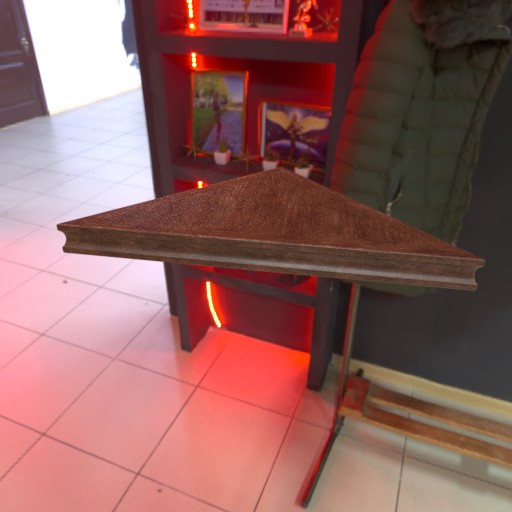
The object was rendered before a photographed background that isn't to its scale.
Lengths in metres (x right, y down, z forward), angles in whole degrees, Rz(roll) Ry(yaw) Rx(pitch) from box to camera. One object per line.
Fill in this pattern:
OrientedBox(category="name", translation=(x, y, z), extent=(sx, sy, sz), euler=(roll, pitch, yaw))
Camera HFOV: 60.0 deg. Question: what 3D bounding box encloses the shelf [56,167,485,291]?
OrientedBox(category="shelf", translation=(0.000, 0.000, 0.437), extent=(0.296, 0.035, 0.296), euler=(-20, 37, -30))
